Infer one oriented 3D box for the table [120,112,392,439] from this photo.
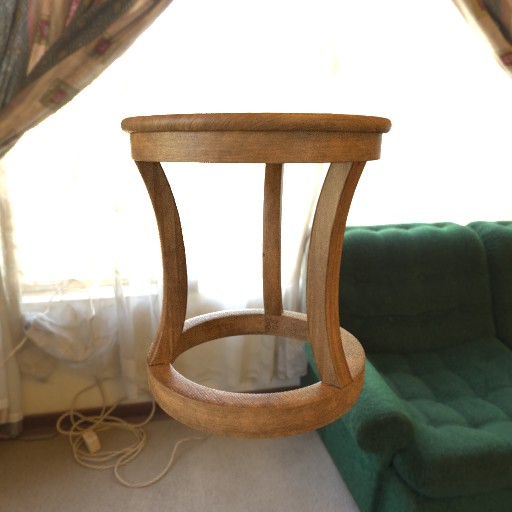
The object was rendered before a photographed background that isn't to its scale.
[{"bbox_3d":[0.000,0.000,0.787,0.432,0.460,0.432,0,14,0],"label":"table"}]
